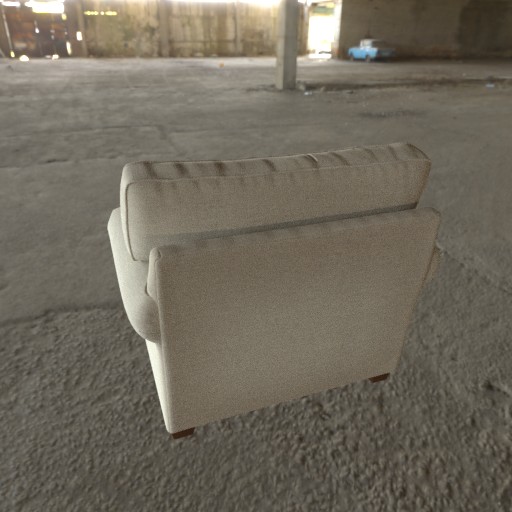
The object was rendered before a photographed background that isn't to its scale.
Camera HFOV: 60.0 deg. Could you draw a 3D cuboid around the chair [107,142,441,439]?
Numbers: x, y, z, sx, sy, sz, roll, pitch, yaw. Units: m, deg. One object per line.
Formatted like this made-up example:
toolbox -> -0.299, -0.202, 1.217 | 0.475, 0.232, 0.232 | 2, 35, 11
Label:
chair -> 0.000, 0.000, 1.795 | 1.092, 0.961, 0.965 | -9, 28, -18
